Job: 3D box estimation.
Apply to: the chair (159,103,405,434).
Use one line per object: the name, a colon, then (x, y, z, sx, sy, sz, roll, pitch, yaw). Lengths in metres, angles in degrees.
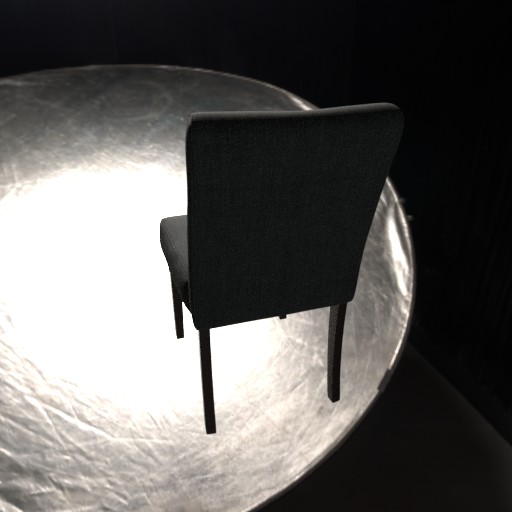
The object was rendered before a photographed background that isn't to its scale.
chair: (0.000, 0.000, 1.271, 0.487, 0.884, 0.629, -8, 28, -16)
